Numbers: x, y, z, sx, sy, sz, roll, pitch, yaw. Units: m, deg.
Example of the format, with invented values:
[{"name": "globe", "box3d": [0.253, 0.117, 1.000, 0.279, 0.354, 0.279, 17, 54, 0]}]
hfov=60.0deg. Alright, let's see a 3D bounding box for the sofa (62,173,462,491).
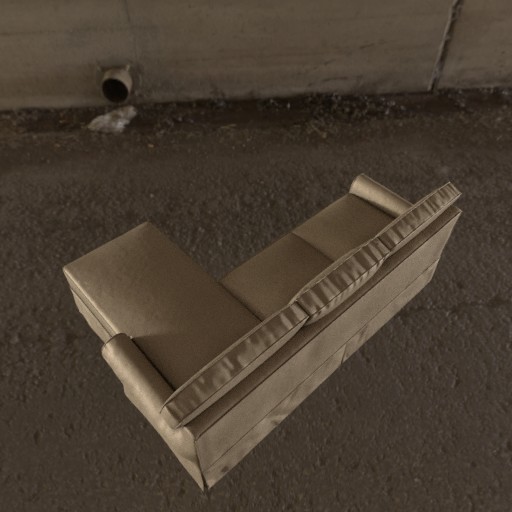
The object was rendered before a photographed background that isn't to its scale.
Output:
[{"name": "sofa", "box3d": [0.000, 0.000, 3.215, 2.475, 0.978, 1.733, -34, 56, -27]}]
